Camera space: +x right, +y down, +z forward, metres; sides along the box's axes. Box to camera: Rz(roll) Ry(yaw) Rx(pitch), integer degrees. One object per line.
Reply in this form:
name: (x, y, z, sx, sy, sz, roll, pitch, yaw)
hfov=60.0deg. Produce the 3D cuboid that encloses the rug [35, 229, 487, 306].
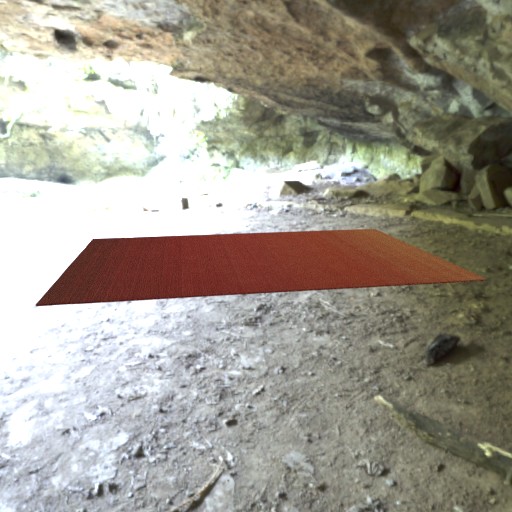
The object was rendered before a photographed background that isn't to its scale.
rug: (0.000, 0.000, 3.077, 2.442, 0.010, 1.531, -2, 15, -9)
